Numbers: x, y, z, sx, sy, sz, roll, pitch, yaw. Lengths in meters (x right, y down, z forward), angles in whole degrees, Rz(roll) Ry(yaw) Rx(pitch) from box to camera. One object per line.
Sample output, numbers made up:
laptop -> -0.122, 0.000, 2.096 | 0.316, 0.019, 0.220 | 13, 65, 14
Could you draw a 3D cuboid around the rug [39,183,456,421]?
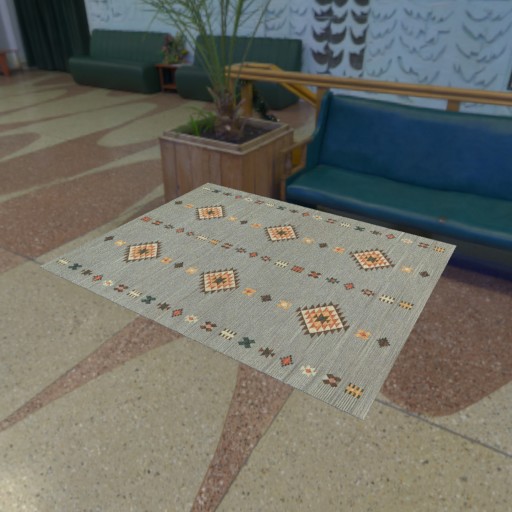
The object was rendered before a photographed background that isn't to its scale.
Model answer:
rug -> 0.000, 0.000, 4.113 | 3.035, 0.008, 2.425 | 18, 35, 28
